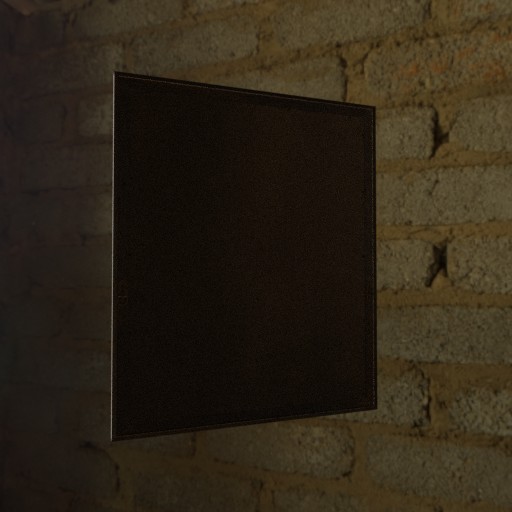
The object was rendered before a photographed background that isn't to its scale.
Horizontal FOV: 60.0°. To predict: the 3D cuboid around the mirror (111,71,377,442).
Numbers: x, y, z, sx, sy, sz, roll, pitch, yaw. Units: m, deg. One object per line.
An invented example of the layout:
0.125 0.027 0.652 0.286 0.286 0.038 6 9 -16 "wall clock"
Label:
0.000 0.000 1.186 0.730 0.882 0.032 0 -1 -19 "mirror"
